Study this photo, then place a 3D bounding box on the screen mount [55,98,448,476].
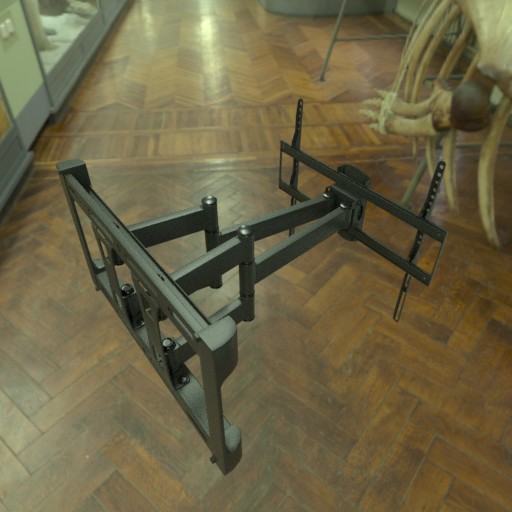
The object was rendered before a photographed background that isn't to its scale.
[{"bbox_3d":[0.000,0.000,0.921,0.556,0.424,0.571,-25,46,-27],"label":"screen mount"}]
